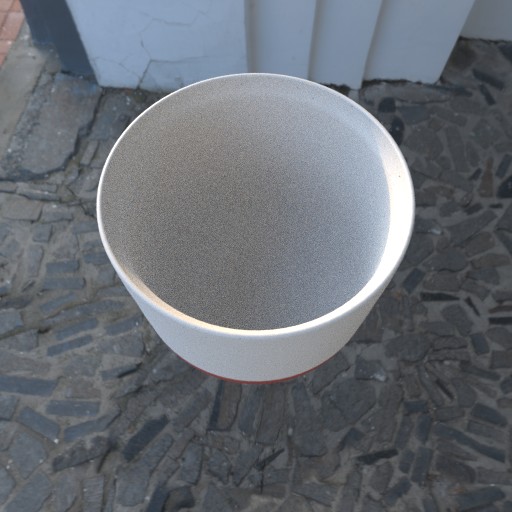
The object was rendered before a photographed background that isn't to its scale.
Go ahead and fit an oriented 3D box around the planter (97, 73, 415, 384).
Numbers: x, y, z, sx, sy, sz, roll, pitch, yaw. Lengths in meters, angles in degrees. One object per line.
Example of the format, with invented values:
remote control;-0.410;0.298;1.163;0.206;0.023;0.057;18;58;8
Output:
planter;0.000;0.000;0.493;0.268;0.270;0.268;0;64;0
